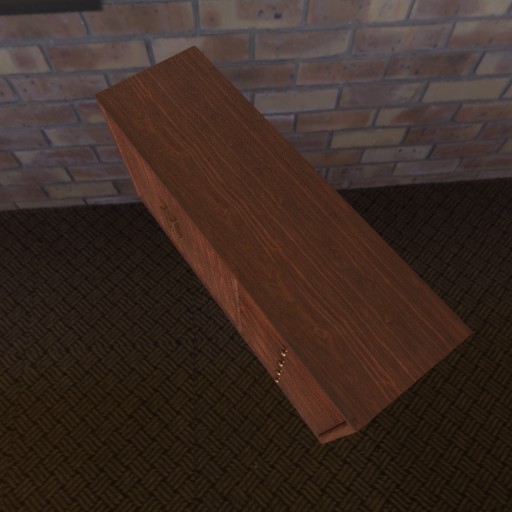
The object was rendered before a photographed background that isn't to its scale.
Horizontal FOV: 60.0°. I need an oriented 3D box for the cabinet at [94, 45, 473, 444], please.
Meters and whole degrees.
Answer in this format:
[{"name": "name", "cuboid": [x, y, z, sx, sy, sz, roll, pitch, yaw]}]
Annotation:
[{"name": "cabinet", "cuboid": [0.000, 0.000, 2.000, 0.505, 0.940, 1.575, -34, 69, -15]}]
